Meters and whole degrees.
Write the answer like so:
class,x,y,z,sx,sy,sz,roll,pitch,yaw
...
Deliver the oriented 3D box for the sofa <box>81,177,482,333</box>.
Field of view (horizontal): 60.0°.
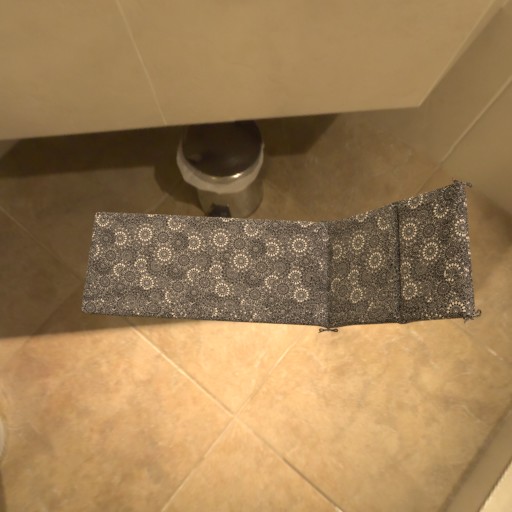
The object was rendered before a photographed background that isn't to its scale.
class,x,y,z,sx,sy,sz,roll,pitch,yaw
sofa,0.000,0.000,1.937,1.663,0.622,0.582,3,75,1
